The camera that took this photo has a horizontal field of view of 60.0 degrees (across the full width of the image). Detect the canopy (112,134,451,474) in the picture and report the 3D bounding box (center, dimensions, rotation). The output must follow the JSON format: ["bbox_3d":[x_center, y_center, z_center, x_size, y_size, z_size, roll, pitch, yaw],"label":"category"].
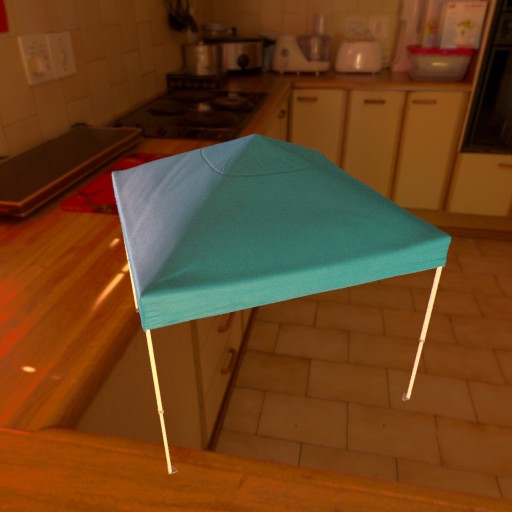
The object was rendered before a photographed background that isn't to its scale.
[{"bbox_3d":[0.000,0.000,5.440,2.998,2.997,2.996,-10,32,-17],"label":"canopy"}]
